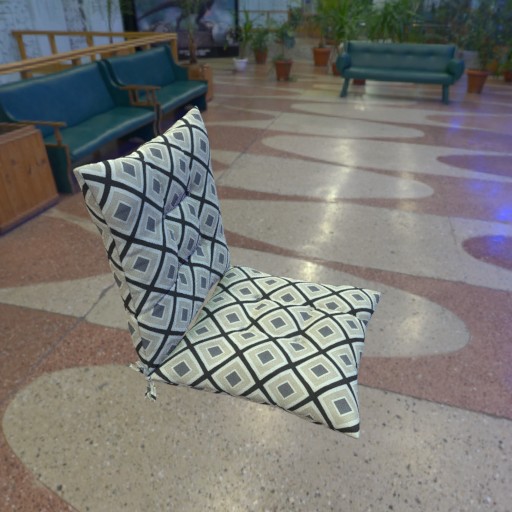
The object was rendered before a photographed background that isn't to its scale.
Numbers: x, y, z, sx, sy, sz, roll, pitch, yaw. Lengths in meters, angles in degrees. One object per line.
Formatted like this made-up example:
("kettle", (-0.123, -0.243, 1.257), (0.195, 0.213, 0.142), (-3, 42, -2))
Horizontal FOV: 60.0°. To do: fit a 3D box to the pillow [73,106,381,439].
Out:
("pillow", (0.000, 0.000, 1.021), (0.585, 0.536, 0.541), (9, 32, 15))
